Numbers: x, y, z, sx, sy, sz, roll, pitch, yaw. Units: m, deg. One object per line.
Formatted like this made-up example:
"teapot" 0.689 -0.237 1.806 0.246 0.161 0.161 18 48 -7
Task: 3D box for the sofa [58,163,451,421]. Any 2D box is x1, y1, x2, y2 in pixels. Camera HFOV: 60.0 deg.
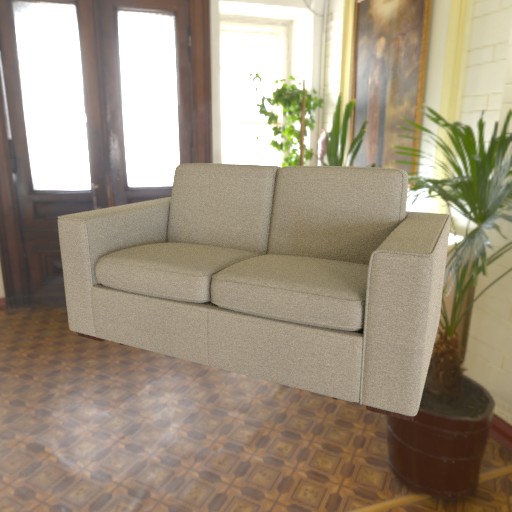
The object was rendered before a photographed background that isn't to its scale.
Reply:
"sofa" 0.000 0.000 2.350 1.812 0.924 1.007 7 16 25
